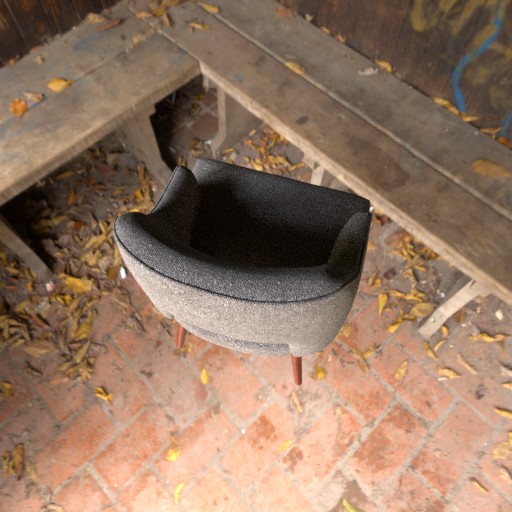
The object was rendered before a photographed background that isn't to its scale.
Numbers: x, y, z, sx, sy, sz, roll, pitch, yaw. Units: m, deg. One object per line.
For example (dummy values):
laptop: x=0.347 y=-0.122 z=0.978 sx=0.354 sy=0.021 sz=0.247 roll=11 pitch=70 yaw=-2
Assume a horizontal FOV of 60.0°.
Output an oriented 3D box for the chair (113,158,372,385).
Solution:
chair: x=0.000 y=0.000 z=1.301 sx=0.608 sy=0.875 sz=0.629 roll=15 pitch=64 yaw=8
